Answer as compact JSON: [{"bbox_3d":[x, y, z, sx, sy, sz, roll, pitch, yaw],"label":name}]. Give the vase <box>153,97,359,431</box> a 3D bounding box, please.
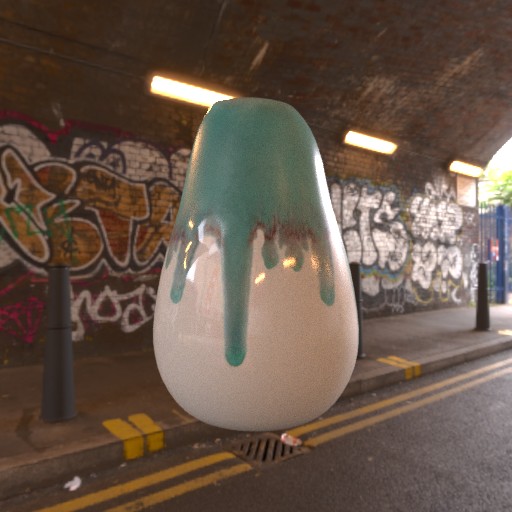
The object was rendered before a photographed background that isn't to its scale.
[{"bbox_3d":[0.000,0.000,0.257,0.116,0.179,0.116,0,0,0],"label":"vase"}]
